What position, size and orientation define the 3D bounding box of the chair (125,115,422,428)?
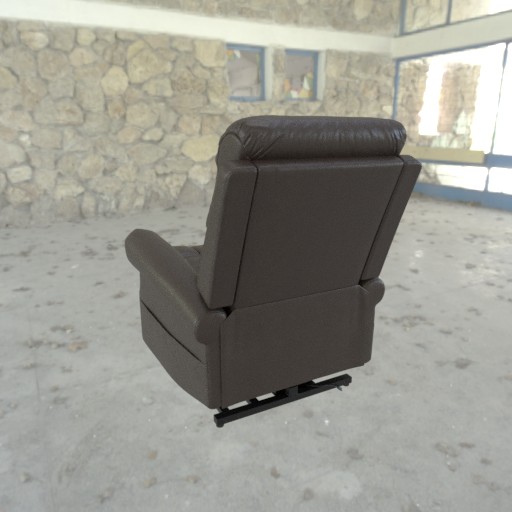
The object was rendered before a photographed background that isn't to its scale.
[{"bbox_3d":[0.000,0.000,1.746,0.869,1.028,0.978,-8,18,-27],"label":"chair"}]
